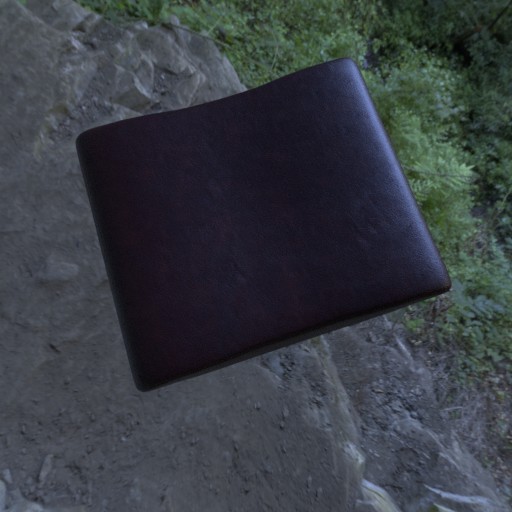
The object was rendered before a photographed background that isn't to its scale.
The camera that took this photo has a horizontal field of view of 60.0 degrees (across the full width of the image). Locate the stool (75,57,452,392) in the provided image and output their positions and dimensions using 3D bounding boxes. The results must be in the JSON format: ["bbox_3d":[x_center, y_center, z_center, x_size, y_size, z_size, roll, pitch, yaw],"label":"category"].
[{"bbox_3d":[0.000,0.000,0.921,0.465,0.608,0.397,-17,77,-4],"label":"stool"}]
